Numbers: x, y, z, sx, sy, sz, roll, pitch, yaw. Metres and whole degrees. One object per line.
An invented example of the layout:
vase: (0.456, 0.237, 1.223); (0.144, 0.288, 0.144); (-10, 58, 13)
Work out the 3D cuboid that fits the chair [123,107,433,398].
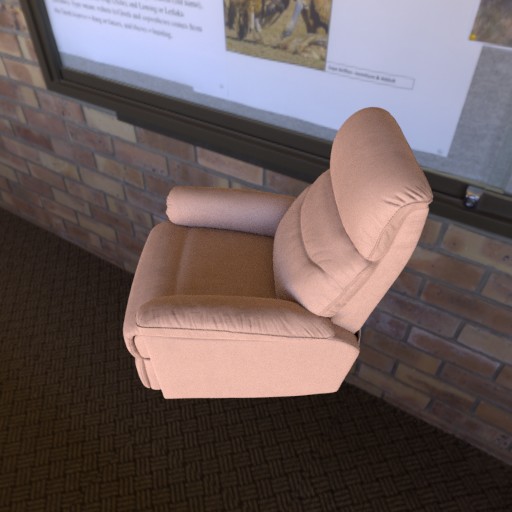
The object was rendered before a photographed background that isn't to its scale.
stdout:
chair: (0.000, 0.000, 1.755); (1.004, 1.037, 0.820); (0, 42, 0)
